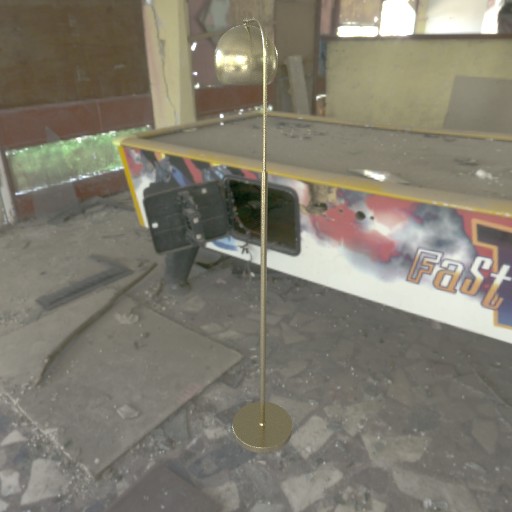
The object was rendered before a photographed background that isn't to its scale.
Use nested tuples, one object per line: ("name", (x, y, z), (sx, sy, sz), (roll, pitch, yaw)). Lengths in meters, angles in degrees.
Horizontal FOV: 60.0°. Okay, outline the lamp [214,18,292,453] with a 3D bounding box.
("lamp", (0.000, 0.000, 1.606), (0.250, 1.526, 0.431), (-7, 26, -15))
